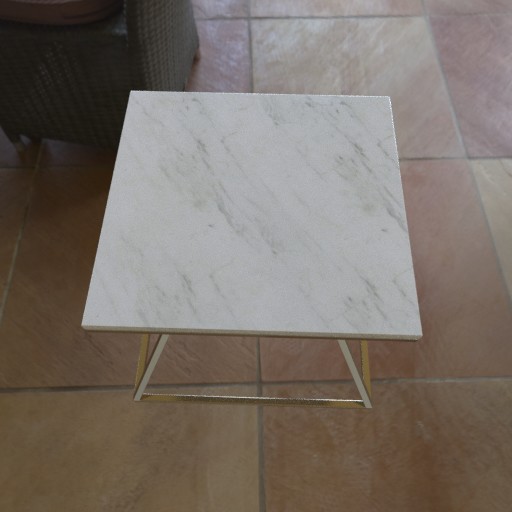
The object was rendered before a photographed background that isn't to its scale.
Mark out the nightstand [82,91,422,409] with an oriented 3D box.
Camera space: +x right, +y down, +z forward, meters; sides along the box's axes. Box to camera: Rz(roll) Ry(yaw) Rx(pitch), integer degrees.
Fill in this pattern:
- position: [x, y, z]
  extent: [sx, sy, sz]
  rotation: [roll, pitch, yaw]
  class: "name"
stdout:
- position: [0.000, 0.000, 0.882]
  extent: [0.513, 0.426, 0.514]
  rotation: [2, 64, 1]
  class: "nightstand"
